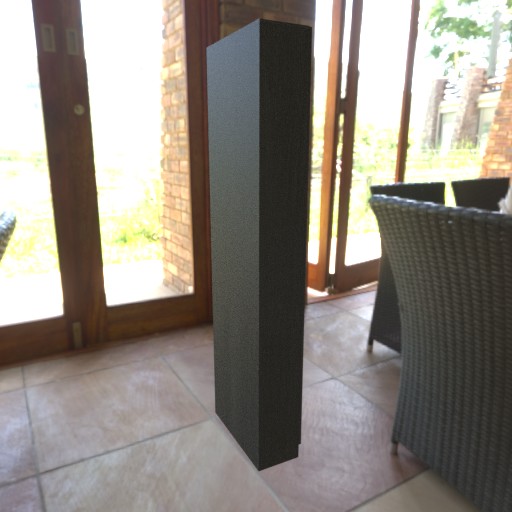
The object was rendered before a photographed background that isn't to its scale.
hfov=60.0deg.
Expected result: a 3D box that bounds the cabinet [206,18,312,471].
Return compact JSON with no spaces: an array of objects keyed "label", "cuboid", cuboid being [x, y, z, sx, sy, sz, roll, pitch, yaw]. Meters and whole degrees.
[{"label":"cabinet","cuboid":[0.000,0.000,1.980,0.230,1.790,0.500,-7,15,-26]}]
